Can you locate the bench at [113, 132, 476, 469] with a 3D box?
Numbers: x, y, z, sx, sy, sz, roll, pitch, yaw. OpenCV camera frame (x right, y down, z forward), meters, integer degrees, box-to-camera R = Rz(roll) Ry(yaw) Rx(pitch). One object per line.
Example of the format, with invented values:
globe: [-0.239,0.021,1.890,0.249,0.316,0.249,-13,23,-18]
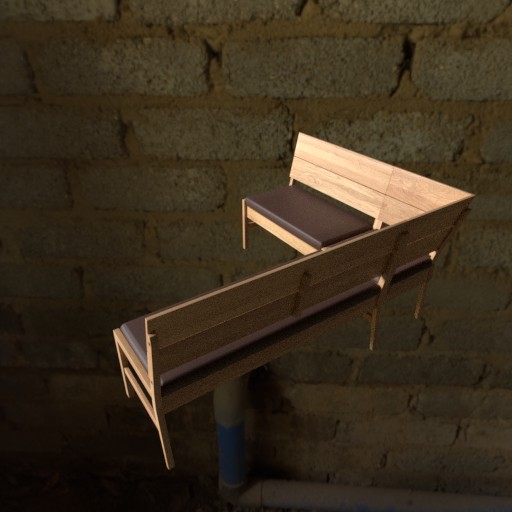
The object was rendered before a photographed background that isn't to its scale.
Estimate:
bench: [0.000,0.000,2.772,1.975,0.890,1.549,-20,36,-30]
